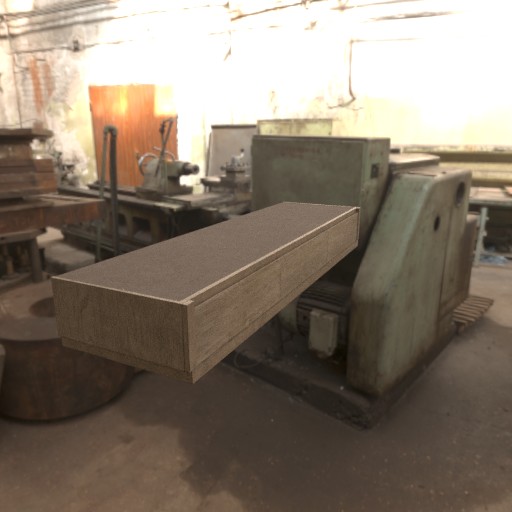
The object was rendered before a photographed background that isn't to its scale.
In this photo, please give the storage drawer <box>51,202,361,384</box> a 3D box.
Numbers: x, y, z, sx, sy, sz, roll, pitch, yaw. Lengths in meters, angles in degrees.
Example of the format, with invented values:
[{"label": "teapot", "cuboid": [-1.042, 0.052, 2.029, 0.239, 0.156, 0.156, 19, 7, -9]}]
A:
[{"label": "storage drawer", "cuboid": [0.000, 0.000, 2.380, 0.591, 0.274, 2.072, 8, 17, 26]}]
